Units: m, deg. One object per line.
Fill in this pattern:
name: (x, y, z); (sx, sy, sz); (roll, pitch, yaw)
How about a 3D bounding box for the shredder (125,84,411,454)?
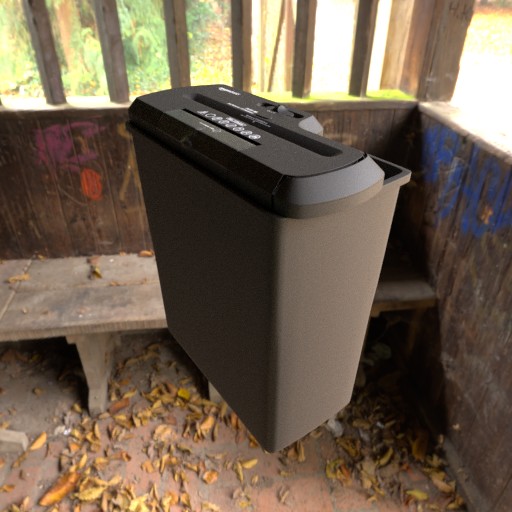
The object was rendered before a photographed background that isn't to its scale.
shredder: (0.000, 0.000, 0.519); (0.170, 0.335, 0.320); (-21, 39, -29)
